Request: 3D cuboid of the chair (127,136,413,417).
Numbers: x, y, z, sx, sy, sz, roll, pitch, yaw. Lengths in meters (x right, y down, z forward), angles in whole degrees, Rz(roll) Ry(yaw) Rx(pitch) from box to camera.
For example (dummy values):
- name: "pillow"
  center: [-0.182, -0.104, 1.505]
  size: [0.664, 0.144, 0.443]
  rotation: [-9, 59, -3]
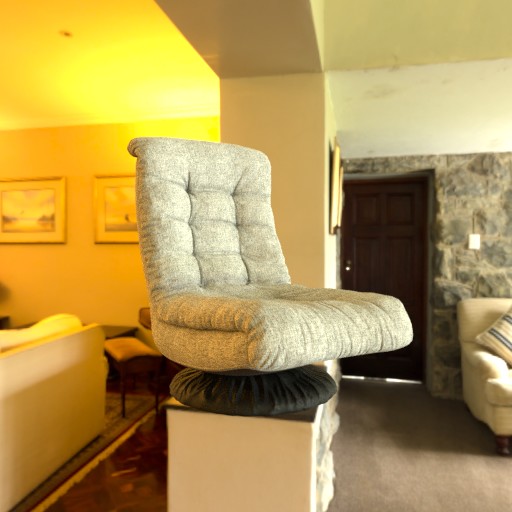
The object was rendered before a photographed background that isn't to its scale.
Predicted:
- name: "chair"
  center: [0.000, 0.000, 0.993]
  size: [0.400, 0.600, 0.583]
  rotation: [-1, 1, -37]
